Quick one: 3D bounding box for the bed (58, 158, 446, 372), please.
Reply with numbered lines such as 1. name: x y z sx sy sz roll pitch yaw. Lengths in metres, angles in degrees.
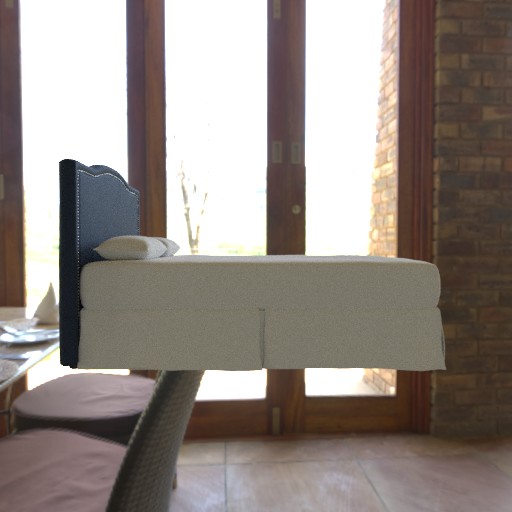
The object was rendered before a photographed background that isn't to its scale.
1. bed: 0.000 0.000 3.644 2.507 1.441 1.741 0 2 -1
